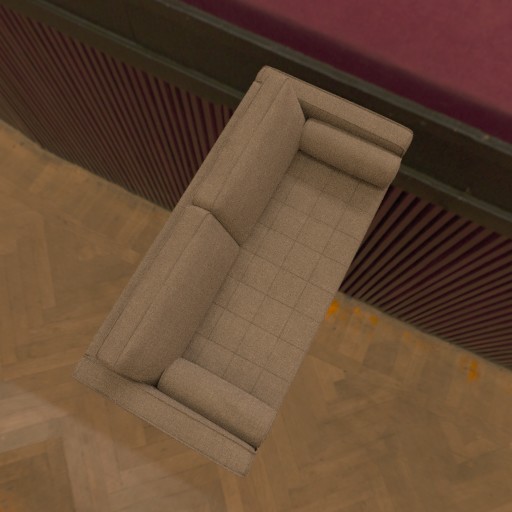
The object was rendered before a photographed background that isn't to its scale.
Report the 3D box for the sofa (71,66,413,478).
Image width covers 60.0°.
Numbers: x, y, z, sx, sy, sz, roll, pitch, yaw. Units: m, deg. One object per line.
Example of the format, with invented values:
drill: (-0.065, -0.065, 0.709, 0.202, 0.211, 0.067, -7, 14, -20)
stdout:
sofa: (0.000, 0.000, 2.303, 0.914, 0.762, 1.879, 27, 76, 7)
